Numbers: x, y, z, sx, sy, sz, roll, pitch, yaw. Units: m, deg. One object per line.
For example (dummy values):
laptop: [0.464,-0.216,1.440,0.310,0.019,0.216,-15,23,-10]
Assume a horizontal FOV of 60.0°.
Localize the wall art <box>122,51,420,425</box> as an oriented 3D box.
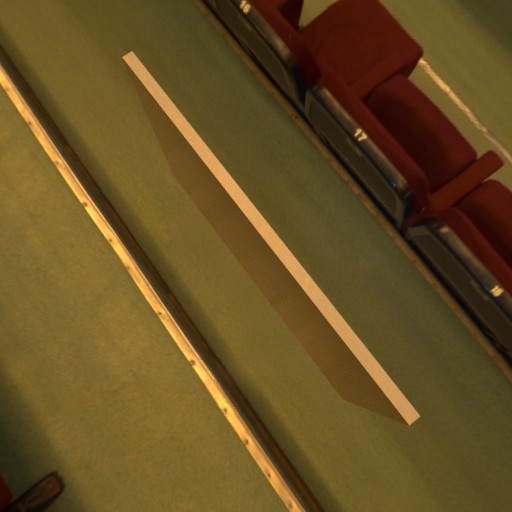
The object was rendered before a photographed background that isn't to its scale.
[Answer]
wall art: [0.000,0.000,1.163,0.027,0.610,0.932,-36,79,-8]
